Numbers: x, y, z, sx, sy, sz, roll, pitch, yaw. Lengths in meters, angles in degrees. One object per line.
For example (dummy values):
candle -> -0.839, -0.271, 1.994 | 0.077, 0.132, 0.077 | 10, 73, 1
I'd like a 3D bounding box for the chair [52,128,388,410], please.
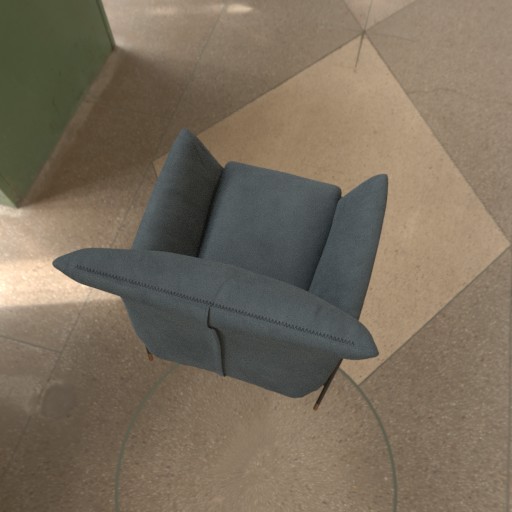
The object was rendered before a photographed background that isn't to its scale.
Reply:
chair -> 0.000, 0.000, 1.375 | 0.678, 0.858, 0.709 | 15, 65, 7
